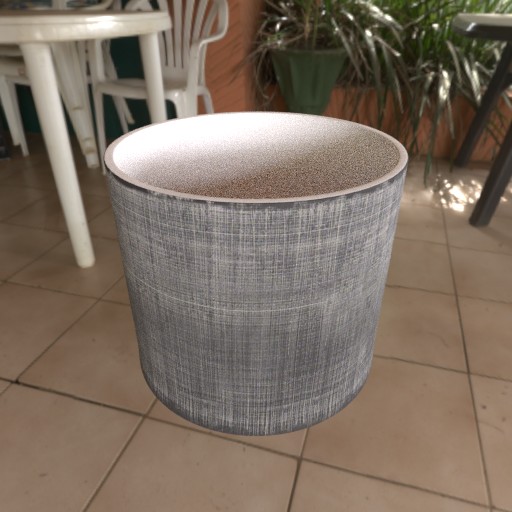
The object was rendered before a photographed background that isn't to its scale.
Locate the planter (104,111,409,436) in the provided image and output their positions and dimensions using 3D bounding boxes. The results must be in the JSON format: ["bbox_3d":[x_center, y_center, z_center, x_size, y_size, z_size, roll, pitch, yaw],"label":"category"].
[{"bbox_3d":[0.000,0.000,0.309,0.178,0.157,0.178,0,30,0],"label":"planter"}]
